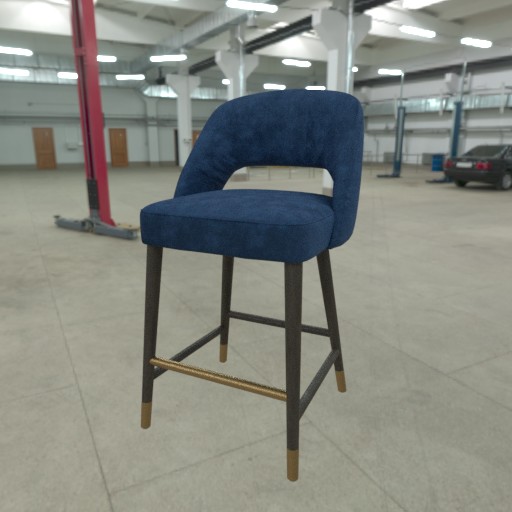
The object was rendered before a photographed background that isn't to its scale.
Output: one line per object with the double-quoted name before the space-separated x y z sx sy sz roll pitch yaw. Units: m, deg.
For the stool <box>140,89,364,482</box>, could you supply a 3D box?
"stool" 0.000 0.000 1.242 0.536 0.925 0.524 7 16 25
